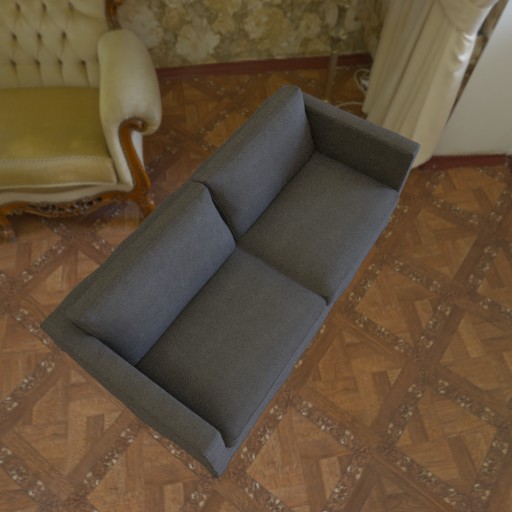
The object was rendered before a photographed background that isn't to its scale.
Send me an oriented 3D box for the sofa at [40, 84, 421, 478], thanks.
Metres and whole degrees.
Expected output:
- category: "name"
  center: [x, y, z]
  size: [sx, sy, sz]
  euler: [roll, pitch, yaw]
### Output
- category: "sofa"
  center: [0.000, 0.000, 2.425]
  size: [0.953, 0.855, 1.982]
  euler: [31, 63, 17]
